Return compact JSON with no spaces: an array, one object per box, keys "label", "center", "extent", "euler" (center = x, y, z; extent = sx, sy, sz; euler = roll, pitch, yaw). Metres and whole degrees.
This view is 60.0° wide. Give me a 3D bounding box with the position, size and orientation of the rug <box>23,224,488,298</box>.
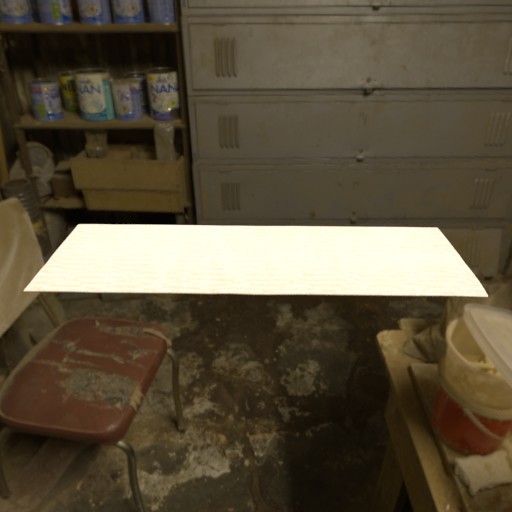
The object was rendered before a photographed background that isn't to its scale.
[{"label":"rug","center":[0.000,0.000,2.661],"extent":[2.450,0.014,0.793],"euler":[1,31,1]}]
